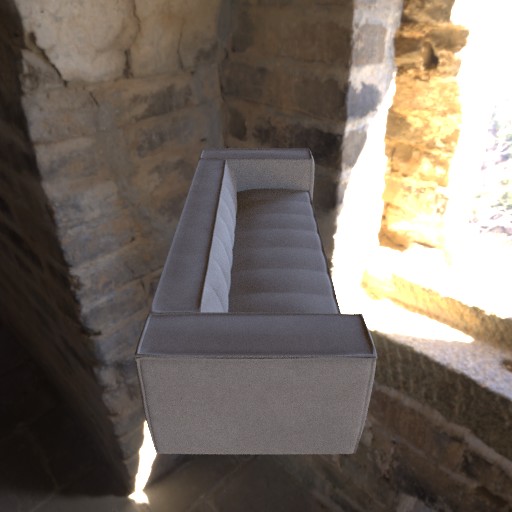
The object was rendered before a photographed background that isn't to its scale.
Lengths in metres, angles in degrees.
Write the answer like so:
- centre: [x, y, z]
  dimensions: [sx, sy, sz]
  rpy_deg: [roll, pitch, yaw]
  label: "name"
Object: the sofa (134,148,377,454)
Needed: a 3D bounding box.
- centre: [0.000, 0.000, 3.058]
  dimensions: [1.038, 0.680, 2.697]
  rpy_deg: [0, 31, 0]
  label: "sofa"
